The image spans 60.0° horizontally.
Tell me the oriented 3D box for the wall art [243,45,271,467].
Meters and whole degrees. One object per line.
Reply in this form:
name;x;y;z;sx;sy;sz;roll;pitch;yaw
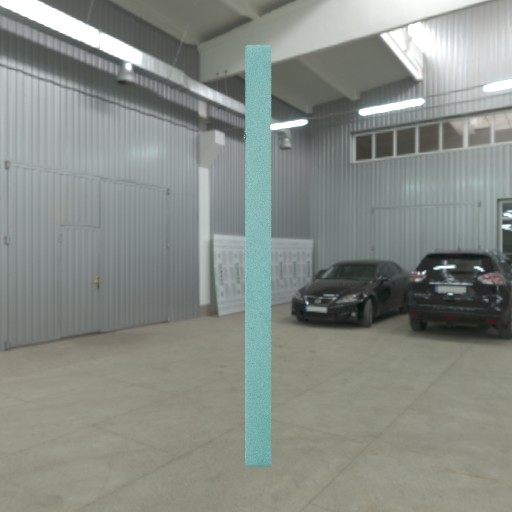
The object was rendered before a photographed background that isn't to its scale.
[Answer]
wall art;0.000;0.000;1.182;0.054;0.766;0.765;0;0;0
